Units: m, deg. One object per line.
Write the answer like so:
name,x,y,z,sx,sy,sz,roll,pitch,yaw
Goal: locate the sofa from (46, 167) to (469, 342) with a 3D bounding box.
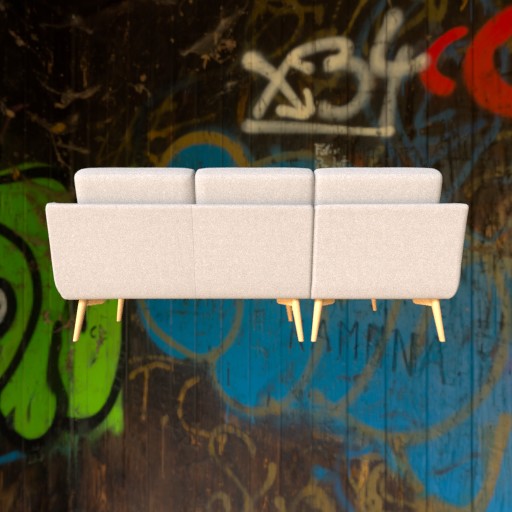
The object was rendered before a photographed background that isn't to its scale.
sofa,0.000,0.000,2.811,2.040,0.860,1.530,0,0,0
